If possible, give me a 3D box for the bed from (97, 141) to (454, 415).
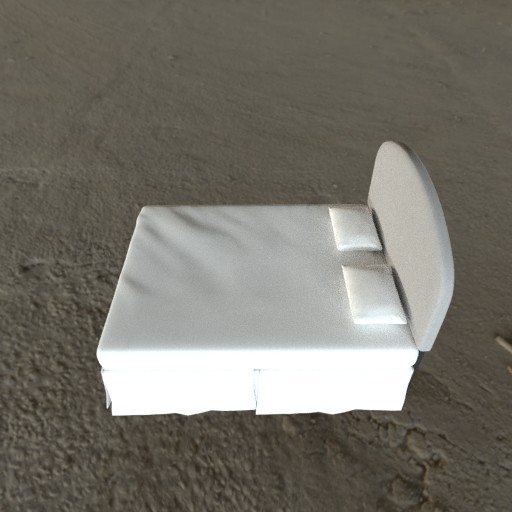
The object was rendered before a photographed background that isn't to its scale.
[{"bbox_3d":[0.000,0.000,3.070,2.005,1.410,1.607,0,41,0],"label":"bed"}]
